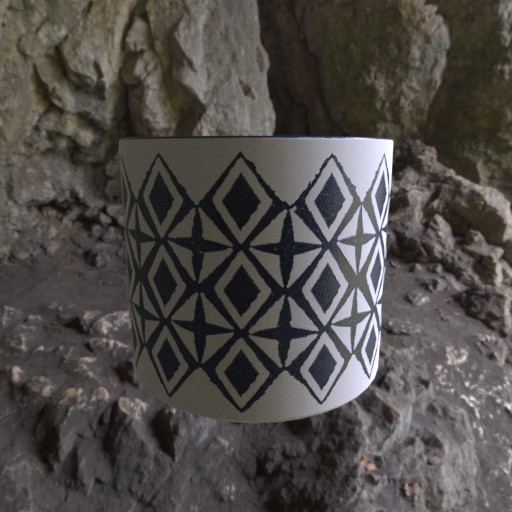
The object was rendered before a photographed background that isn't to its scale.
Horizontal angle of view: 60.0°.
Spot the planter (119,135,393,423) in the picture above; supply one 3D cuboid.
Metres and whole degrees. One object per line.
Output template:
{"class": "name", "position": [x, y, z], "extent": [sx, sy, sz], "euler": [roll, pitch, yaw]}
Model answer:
{"class": "planter", "position": [0.000, 0.000, 0.323], "extent": [0.182, 0.165, 0.182], "euler": [0, 14, 0]}
